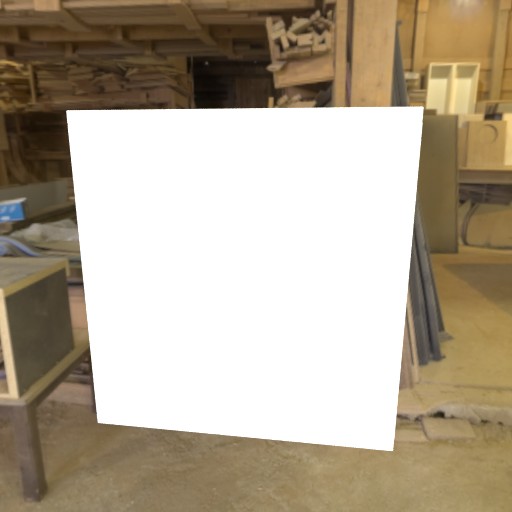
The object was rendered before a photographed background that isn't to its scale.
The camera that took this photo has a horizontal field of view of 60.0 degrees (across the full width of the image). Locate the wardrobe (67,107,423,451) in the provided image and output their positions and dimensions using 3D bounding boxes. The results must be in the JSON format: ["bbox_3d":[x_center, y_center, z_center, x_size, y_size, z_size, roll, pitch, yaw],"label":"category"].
[{"bbox_3d":[0.000,0.000,0.866,0.500,0.520,0.400,2,15,8],"label":"wardrobe"}]
